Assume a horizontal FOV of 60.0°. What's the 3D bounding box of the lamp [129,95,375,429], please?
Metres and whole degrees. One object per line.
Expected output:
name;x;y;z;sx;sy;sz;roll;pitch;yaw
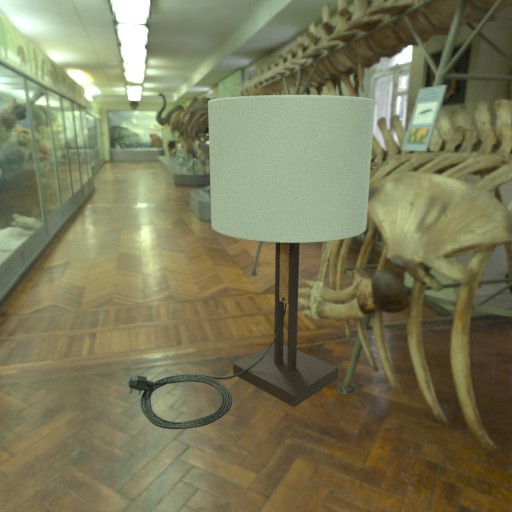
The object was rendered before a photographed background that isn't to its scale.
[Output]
lamp;0.000;0.000;1.006;0.396;0.668;0.525;15;21;43
